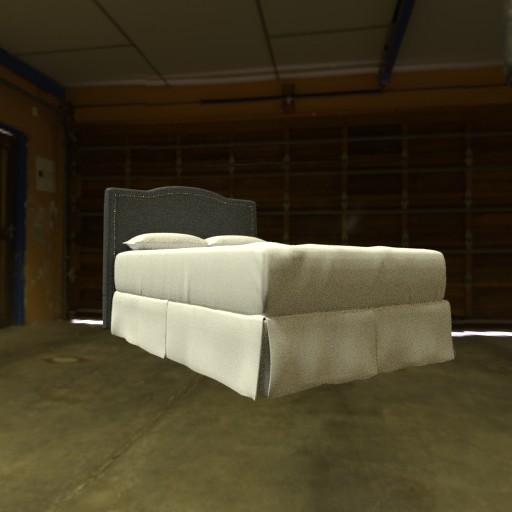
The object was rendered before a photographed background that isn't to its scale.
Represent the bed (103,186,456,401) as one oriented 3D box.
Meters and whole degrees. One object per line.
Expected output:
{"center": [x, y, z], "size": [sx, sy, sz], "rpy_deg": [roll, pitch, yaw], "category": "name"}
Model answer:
{"center": [0.000, 0.000, 3.599], "size": [1.747, 1.441, 2.507], "rpy_deg": [0, -1, -35], "category": "bed"}
